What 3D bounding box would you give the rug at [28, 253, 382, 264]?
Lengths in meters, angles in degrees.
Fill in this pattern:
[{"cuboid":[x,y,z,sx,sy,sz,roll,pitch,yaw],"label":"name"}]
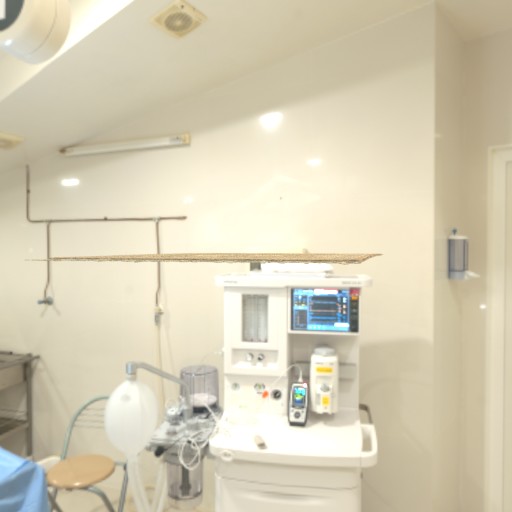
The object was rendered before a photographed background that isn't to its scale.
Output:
[{"cuboid":[0.000,0.000,3.055,1.619,0.023,2.465,0,1,18],"label":"rug"}]
